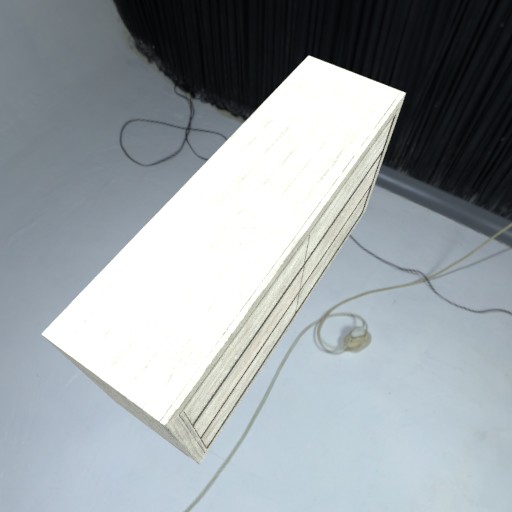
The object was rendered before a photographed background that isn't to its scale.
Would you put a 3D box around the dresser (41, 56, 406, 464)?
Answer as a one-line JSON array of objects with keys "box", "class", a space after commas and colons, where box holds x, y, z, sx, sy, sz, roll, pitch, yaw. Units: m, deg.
[{"box": [0.000, 0.000, 1.998, 0.483, 0.889, 1.628, 29, 63, 17], "class": "dresser"}]
